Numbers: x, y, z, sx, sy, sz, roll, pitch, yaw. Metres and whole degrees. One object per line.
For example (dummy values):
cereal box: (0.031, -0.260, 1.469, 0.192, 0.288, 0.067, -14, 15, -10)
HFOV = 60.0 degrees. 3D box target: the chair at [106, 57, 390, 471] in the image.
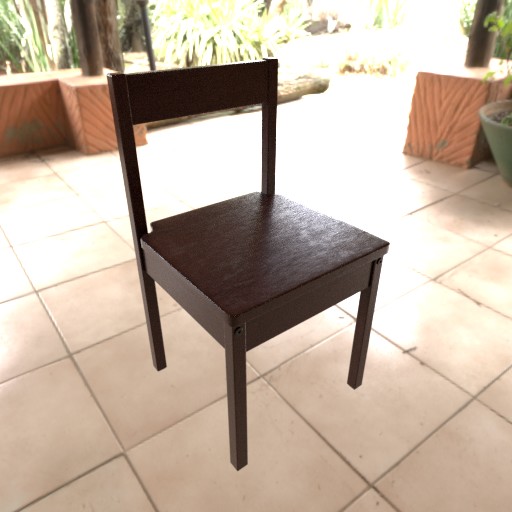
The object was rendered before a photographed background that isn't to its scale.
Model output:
chair: (0.000, 0.000, 0.879, 0.367, 0.668, 0.361, -22, 37, -32)
